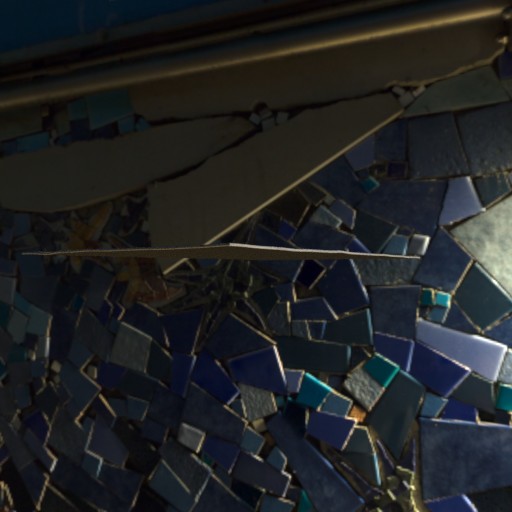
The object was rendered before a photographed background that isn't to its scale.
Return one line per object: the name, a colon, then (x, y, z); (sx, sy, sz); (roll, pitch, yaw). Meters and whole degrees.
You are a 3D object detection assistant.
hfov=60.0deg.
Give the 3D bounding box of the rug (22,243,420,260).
rug: (0.000, 0.000, 3.053); (1.531, 0.023, 2.444); (-1, -2, 36)
